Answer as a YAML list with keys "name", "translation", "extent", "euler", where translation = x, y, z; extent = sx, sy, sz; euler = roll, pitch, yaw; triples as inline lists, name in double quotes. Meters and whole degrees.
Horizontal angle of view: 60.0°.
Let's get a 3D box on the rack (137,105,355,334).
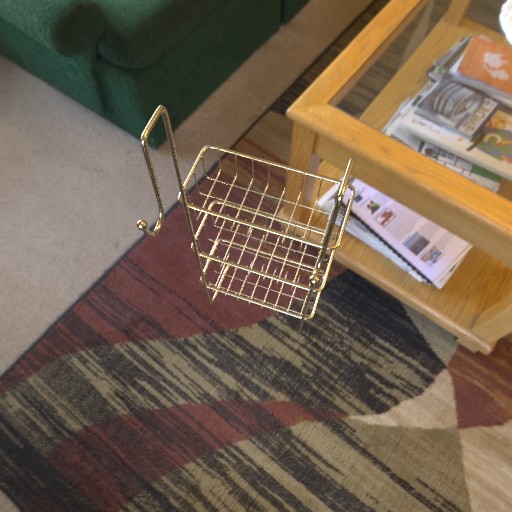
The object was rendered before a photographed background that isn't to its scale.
- name: "rack"
  translation: [0.000, 0.000, 0.680]
  extent: [0.228, 0.574, 0.202]
  euler: [18, 66, 8]
